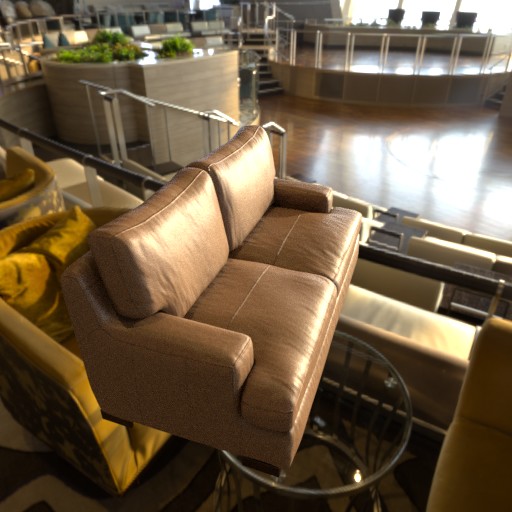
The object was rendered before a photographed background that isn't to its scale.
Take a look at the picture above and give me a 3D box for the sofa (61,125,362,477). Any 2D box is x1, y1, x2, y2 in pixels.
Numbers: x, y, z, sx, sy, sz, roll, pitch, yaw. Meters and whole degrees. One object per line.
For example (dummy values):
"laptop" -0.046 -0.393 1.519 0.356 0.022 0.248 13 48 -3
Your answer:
"sofa" 0.000 0.000 2.439 0.962 0.980 1.855 11 33 17
